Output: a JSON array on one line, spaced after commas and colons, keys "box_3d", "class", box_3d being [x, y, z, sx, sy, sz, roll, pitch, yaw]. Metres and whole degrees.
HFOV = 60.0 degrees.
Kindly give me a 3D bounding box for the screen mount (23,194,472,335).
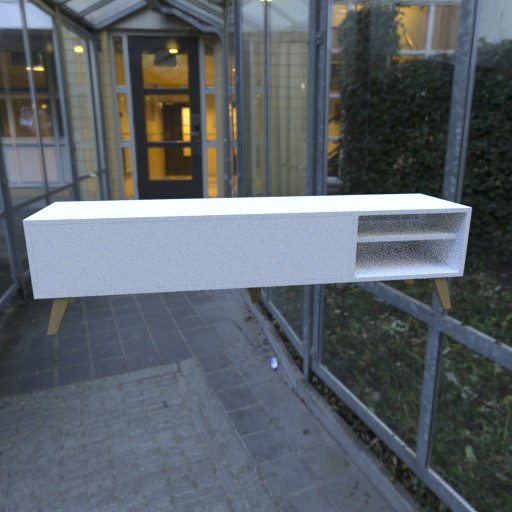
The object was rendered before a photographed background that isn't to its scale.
[{"box_3d": [0.000, 0.000, 1.855, 1.644, 0.432, 0.399, -2, 16, -9], "class": "screen mount"}]
